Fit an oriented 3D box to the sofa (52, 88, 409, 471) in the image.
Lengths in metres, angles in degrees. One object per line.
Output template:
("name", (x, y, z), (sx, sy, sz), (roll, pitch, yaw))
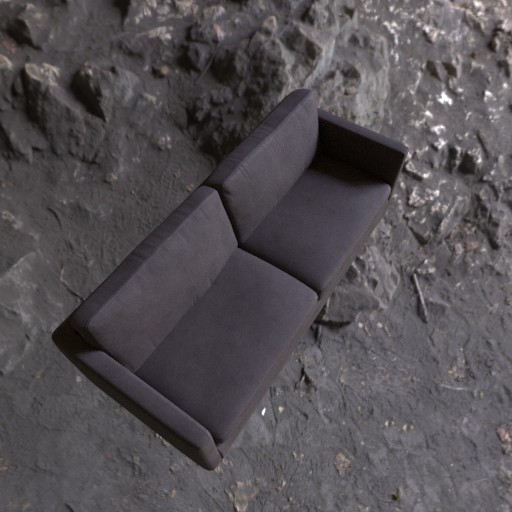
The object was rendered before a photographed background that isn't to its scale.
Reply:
("sofa", (0.000, 0.000, 2.700), (0.951, 0.965, 2.208), (30, 62, 18))
